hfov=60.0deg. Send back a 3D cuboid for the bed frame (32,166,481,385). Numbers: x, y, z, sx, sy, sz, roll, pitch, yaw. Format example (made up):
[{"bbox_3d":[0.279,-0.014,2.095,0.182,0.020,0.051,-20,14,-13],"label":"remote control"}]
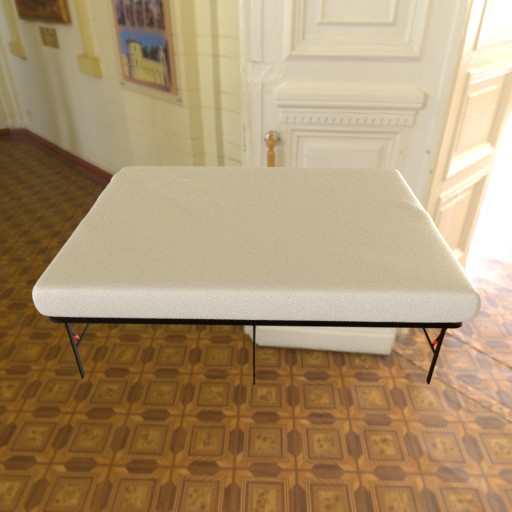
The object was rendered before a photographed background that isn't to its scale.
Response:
[{"bbox_3d":[0.000,0.000,2.831,2.151,0.667,1.584,1,33,1],"label":"bed frame"}]
